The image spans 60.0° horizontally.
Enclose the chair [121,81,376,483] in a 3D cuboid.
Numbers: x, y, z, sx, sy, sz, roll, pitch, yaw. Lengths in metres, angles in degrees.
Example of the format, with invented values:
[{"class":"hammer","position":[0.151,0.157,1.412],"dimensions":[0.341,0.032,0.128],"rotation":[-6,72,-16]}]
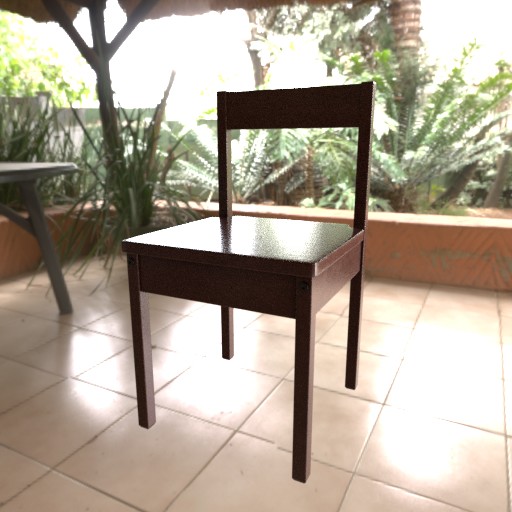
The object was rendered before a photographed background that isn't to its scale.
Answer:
[{"class":"chair","position":[0.000,0.000,0.879],"dimensions":[0.367,0.668,0.361],"rotation":[7,15,26]}]
